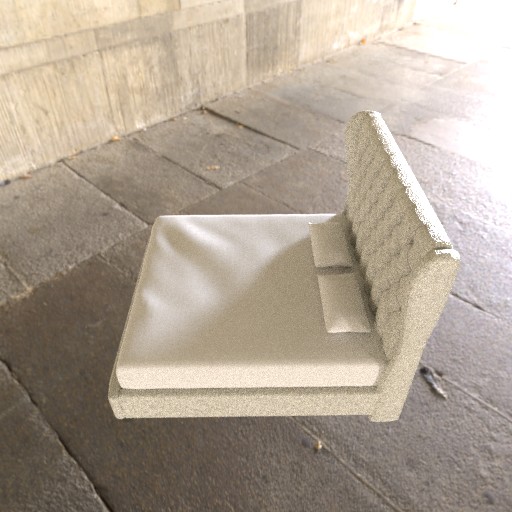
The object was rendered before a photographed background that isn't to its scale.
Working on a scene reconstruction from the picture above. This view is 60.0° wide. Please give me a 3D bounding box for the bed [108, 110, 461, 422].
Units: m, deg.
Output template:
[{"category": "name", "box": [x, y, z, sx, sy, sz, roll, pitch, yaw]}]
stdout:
[{"category": "bed", "box": [0.000, 0.000, 3.886, 2.347, 1.771, 2.219, -1, 40, -1]}]
